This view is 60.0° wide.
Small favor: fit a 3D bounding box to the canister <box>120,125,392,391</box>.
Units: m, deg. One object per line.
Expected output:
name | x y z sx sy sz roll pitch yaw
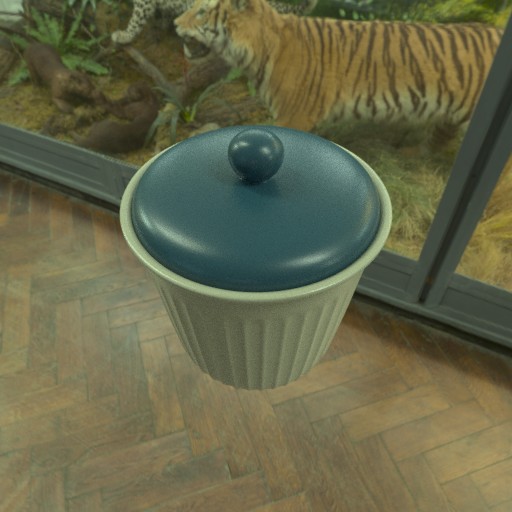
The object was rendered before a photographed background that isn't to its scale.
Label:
canister | 0.000 0.000 0.342 0.181 0.211 0.181 0 46 0
